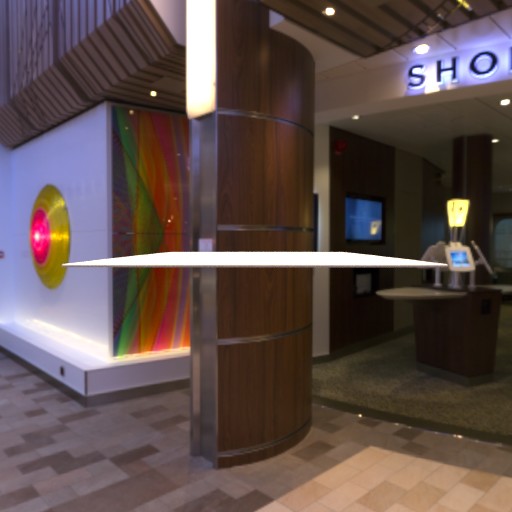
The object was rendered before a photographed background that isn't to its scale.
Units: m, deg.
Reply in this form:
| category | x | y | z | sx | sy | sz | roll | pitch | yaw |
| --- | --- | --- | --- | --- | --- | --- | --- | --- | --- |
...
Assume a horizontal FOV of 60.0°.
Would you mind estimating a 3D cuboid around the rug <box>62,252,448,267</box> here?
| category | x | y | z | sx | sy | sz | roll | pitch | yaw |
| --- | --- | --- | --- | --- | --- | --- | --- | --- | --- |
| rug | 0.000 | 0.000 | 3.159 | 1.706 | 0.026 | 2.438 | 0 | 2 | 0 |
